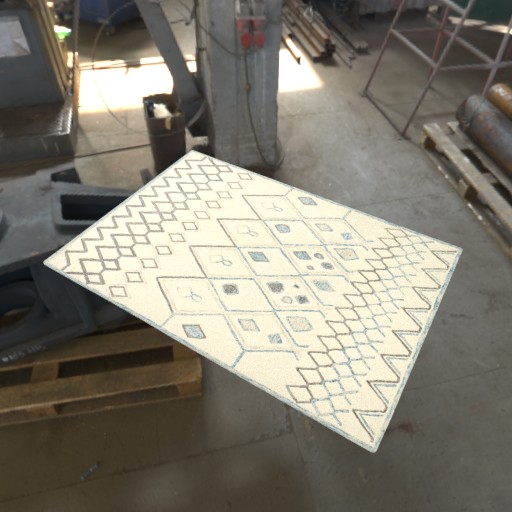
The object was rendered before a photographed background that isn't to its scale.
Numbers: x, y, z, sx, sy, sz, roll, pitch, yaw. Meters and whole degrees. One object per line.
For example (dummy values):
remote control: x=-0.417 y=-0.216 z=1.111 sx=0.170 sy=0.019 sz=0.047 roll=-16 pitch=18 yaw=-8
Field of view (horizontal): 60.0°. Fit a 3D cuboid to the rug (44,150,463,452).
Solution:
rug: x=0.000 y=0.000 z=2.331 sx=1.820 sy=0.009 sz=1.260 roll=24 pitch=50 yaw=22
